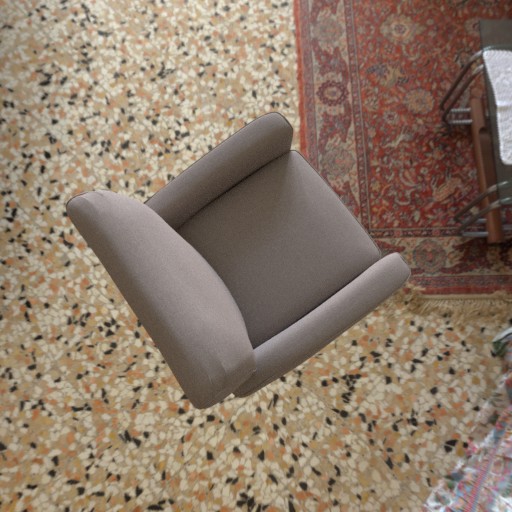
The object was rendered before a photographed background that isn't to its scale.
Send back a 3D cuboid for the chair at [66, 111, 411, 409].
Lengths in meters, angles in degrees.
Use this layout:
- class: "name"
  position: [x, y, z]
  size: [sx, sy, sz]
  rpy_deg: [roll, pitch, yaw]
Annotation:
- class: "chair"
  position: [0.000, 0.000, 1.678]
  size: [0.859, 1.023, 0.845]
  rpy_deg: [-35, 78, -8]
